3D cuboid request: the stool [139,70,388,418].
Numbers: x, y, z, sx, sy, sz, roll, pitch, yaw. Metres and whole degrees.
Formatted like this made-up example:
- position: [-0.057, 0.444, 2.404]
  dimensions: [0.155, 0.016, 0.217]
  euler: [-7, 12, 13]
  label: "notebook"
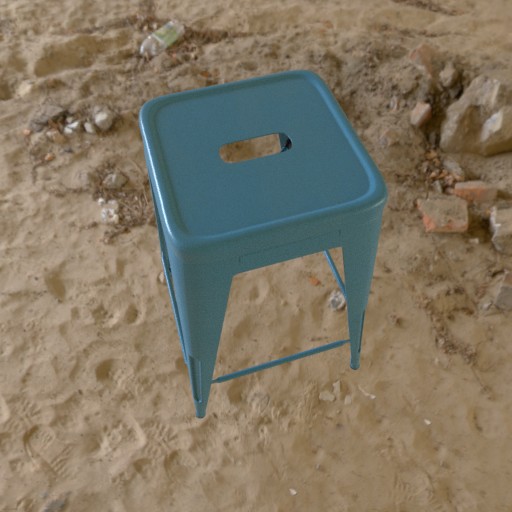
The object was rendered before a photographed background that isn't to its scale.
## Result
- position: [0.000, 0.000, 0.899]
  dimensions: [0.410, 0.608, 0.410]
  euler: [-15, 59, -9]
  label: "stool"
